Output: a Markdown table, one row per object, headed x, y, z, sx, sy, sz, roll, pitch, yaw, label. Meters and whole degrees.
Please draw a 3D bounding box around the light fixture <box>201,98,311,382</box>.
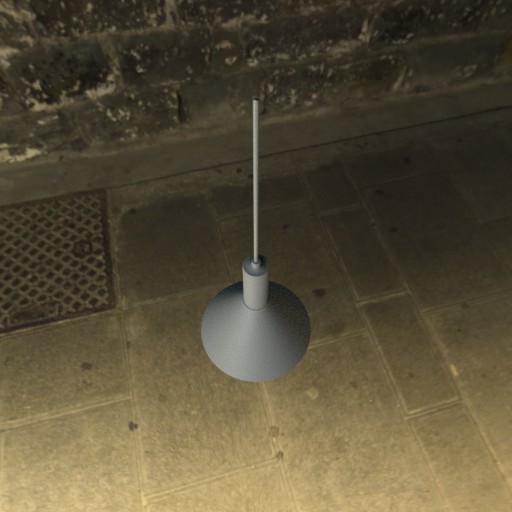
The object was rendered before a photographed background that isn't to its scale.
| x | y | z | sx | sy | sz | roll | pitch | yaw | label |
| --- | --- | --- | --- | --- | --- | --- | --- | --- | --- |
| 0.000 | 0.000 | 0.800 | 0.267 | 0.683 | 0.267 | 0 | 58 | 0 | light fixture |
